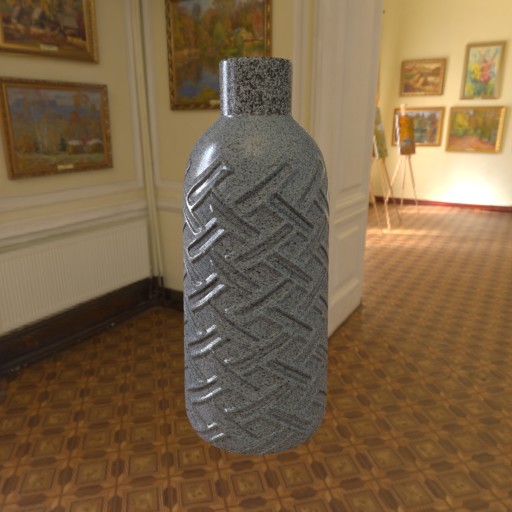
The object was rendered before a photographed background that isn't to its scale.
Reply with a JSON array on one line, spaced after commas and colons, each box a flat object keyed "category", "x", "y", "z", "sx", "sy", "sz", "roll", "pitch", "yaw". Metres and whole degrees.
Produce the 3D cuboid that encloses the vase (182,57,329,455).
[{"category": "vase", "x": 0.000, "y": 0.000, "z": 0.349, "sx": 0.122, "sy": 0.282, "sz": 0.122, "roll": 0, "pitch": 17, "yaw": 0}]
